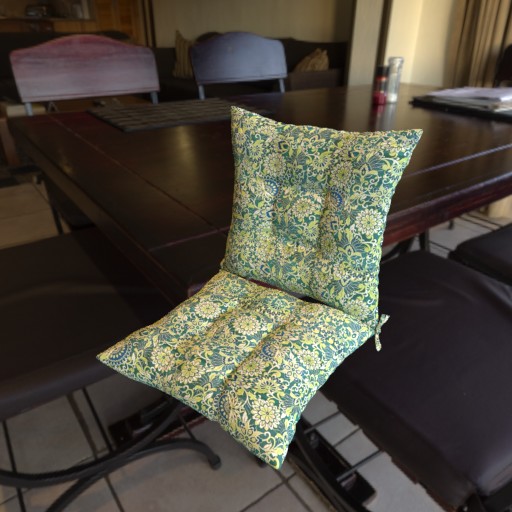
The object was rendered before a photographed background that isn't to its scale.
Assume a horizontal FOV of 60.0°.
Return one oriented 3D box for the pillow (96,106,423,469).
[{"bbox_3d":[0.000,0.000,1.000,0.541,0.536,0.585,19,34,30],"label":"pillow"}]
